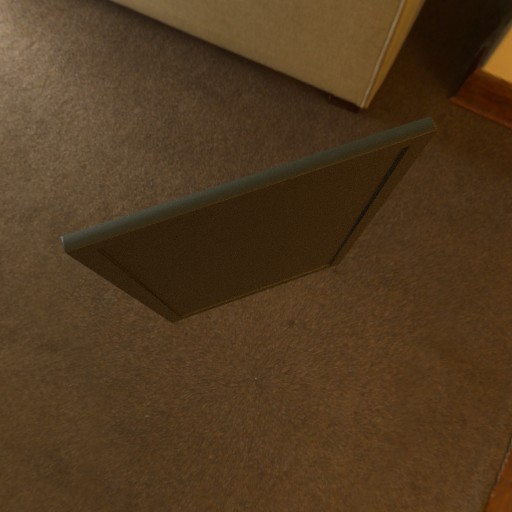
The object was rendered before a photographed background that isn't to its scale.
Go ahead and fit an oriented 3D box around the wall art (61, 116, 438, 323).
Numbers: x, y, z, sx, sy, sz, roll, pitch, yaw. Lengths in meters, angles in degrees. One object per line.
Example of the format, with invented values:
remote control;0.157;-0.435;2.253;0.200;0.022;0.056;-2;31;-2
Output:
wall art;0.000;0.000;0.548;0.303;0.431;0.013;-19;75;-5
